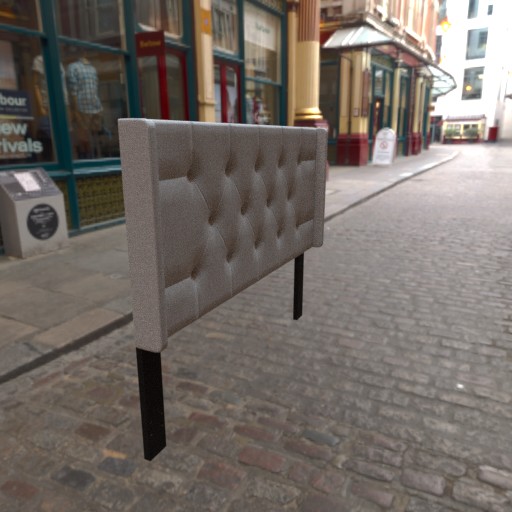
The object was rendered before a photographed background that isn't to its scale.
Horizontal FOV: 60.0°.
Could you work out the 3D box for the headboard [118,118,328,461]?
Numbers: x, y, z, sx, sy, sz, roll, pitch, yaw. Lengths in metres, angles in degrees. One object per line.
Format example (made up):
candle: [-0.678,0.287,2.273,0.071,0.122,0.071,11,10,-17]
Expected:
headboard: [0.000,0.000,2.685,0.184,1.524,2.051,7,17,26]
